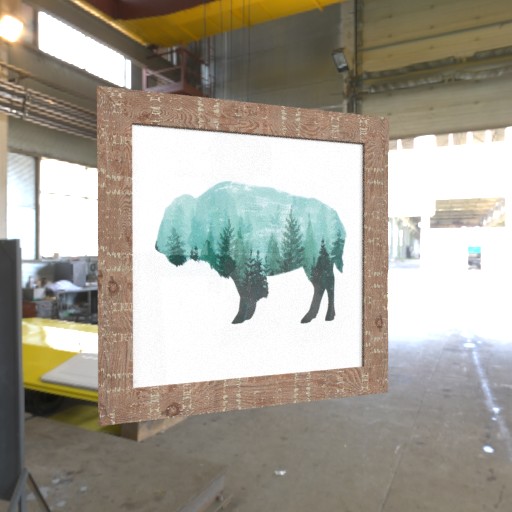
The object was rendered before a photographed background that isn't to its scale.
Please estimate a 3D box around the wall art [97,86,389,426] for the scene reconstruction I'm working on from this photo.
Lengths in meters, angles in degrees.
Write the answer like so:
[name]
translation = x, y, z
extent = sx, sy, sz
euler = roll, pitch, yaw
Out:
[wall art]
translation = 0.000, 0.000, 0.565
extent = 0.380, 0.380, 0.022
euler = 0, 1, -18
